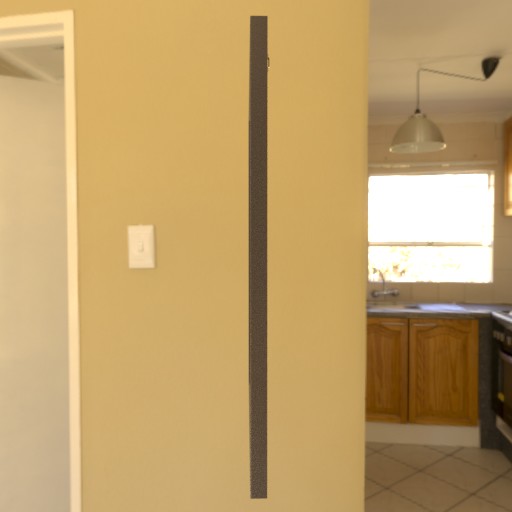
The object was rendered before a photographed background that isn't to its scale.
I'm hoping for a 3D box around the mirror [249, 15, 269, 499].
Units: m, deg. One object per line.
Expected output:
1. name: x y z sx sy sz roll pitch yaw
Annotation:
1. mirror: 0.000 0.000 1.313 0.041 1.016 0.762 0 1 -1
